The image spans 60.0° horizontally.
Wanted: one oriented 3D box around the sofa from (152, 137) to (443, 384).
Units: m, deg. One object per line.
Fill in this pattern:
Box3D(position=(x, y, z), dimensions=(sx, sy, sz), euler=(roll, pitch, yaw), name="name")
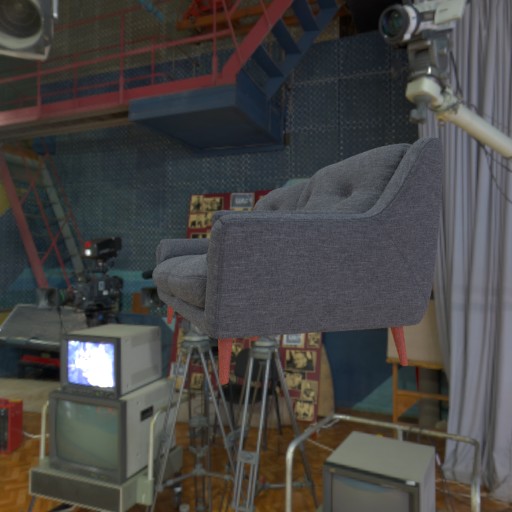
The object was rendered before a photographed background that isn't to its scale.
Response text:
Box3D(position=(0.000, 0.000, 2.356), dimensions=(0.975, 0.896, 1.929), euler=(0, -1, -18), name="sofa")
